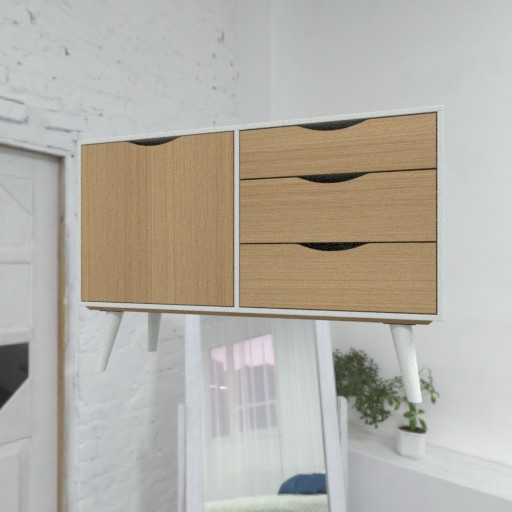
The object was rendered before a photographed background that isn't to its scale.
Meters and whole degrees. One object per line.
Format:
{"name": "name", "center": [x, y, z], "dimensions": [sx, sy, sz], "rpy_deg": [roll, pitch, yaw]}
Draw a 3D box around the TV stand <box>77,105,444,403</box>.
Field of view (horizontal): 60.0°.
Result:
{"name": "TV stand", "center": [0.000, 0.000, 1.570], "dimensions": [1.193, 0.812, 0.406], "rpy_deg": [0, 0, 18]}
